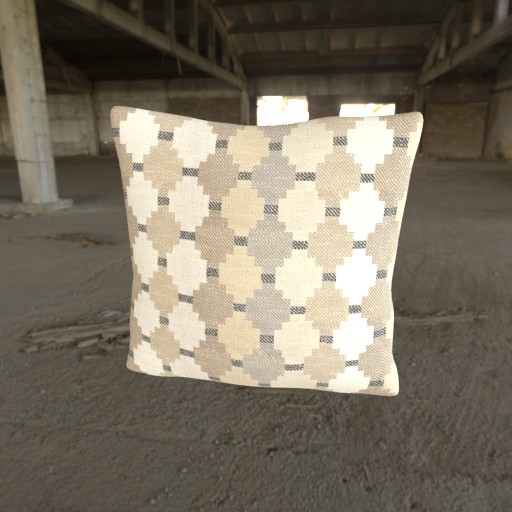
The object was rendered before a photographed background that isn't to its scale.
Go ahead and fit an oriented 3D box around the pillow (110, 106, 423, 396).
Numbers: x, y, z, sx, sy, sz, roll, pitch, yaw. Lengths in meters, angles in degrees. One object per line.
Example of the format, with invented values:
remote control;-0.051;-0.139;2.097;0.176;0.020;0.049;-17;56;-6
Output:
pillow;0.000;0.000;0.862;0.578;0.558;0.192;3;16;9
